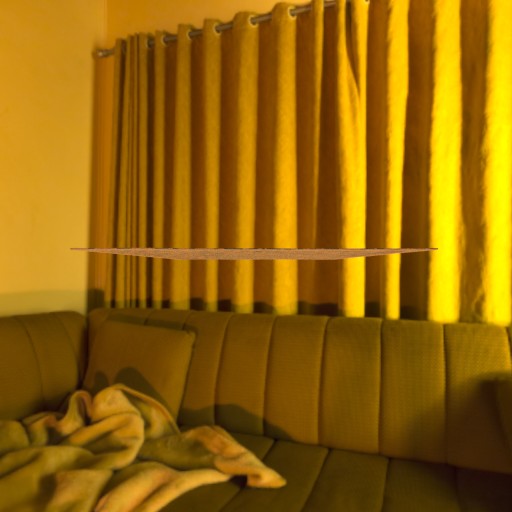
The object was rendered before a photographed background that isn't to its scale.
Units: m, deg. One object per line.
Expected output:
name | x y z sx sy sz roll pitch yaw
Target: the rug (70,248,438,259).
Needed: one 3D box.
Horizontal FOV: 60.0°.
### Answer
rug | 0.000 0.000 3.040 1.520 0.011 2.447 0 -1 0
